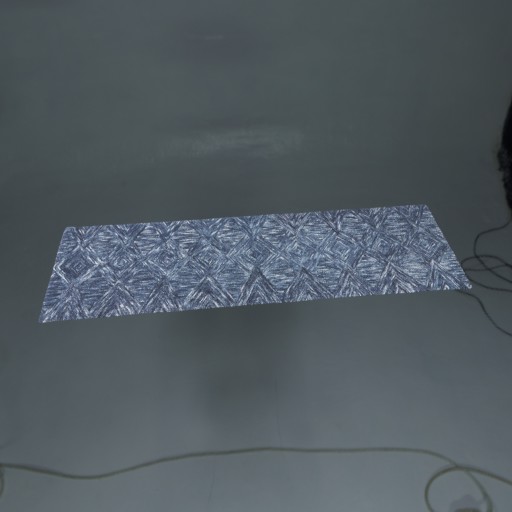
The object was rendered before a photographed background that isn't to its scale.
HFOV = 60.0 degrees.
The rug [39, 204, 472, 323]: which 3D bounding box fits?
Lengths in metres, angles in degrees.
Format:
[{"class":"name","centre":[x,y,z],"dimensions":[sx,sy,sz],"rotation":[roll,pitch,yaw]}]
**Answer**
[{"class":"rug","centre":[0.000,0.000,2.577],"dimensions":[2.306,0.013,0.719],"rotation":[-4,47,-4]}]
